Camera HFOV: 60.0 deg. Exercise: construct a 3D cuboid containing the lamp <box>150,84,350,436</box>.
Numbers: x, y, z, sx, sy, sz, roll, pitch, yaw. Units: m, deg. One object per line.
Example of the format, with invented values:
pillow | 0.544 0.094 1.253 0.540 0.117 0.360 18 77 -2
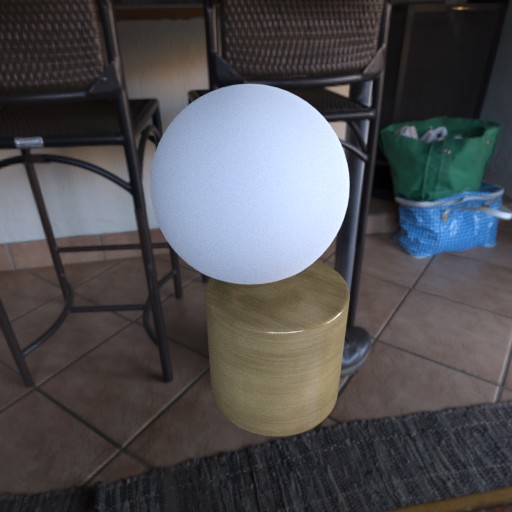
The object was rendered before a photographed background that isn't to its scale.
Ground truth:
lamp | 0.000 0.000 0.346 0.152 0.250 0.141 19 34 31
